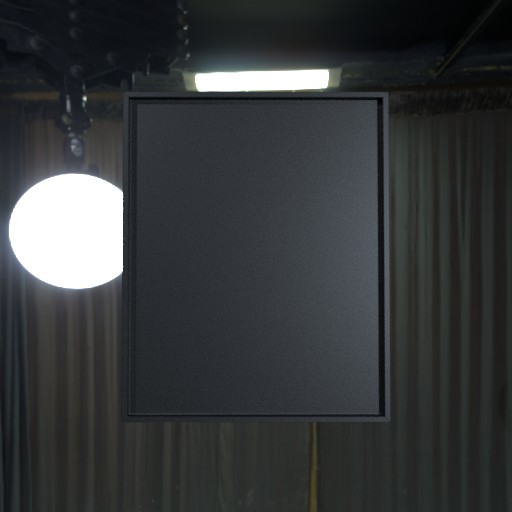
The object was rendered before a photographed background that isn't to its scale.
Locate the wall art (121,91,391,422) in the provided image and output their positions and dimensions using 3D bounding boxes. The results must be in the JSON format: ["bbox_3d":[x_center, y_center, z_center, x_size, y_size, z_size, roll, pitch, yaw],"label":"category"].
[{"bbox_3d":[0.000,0.000,0.762,0.449,0.555,0.039,0,-1,0],"label":"wall art"}]
